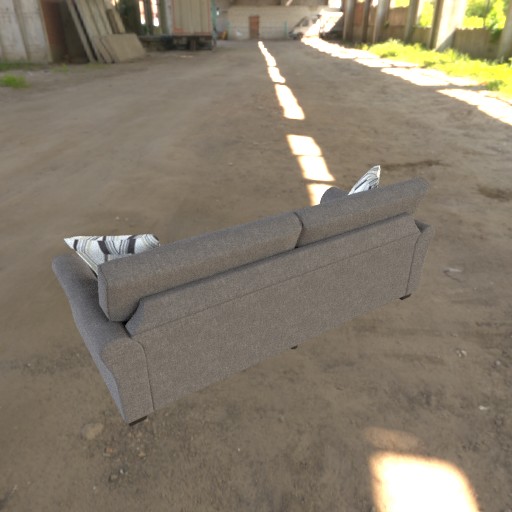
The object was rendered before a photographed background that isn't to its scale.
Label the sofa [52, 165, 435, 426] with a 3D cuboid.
[{"bbox_3d":[0.000,0.000,2.552,2.032,0.813,0.889,-18,33,-29],"label":"sofa"}]
